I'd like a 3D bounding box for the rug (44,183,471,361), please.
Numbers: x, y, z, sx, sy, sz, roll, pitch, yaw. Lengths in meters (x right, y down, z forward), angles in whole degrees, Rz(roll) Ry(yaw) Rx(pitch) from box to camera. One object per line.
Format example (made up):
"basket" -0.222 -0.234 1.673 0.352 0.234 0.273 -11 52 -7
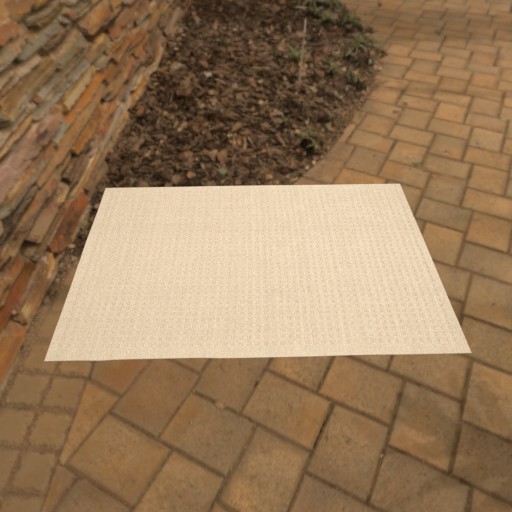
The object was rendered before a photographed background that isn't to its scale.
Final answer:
"rug" 0.000 0.000 2.904 2.289 0.006 1.523 -1 46 -1
